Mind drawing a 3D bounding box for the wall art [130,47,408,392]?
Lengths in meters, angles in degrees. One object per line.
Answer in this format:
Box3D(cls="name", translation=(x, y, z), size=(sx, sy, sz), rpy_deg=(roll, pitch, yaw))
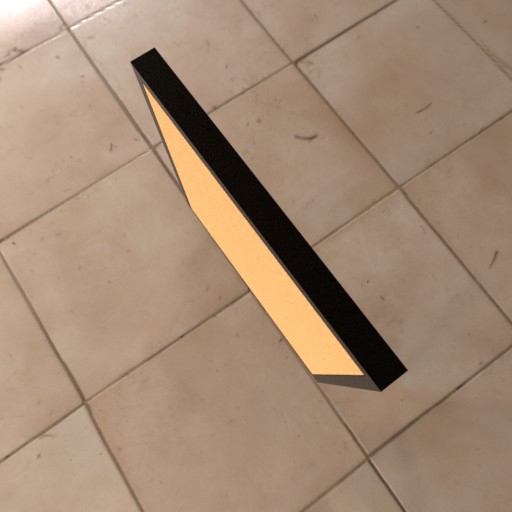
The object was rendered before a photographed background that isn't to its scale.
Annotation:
Box3D(cls="wall art", translation=(0.000, 0.000, 0.770), size=(0.038, 0.506, 0.506), rpy_deg=(-35, 78, -9))
